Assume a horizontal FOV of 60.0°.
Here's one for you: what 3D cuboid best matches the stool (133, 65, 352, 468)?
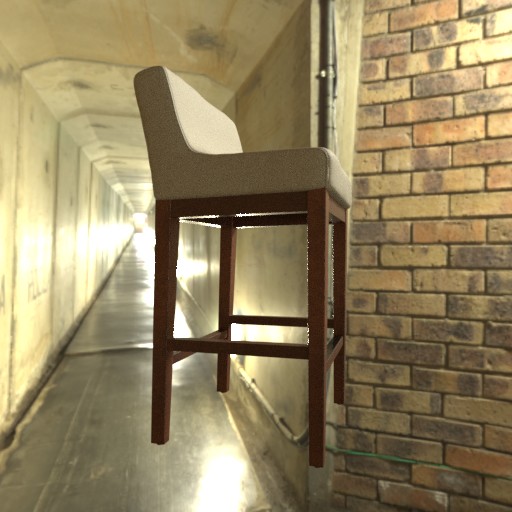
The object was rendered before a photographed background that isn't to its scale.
[{"bbox_3d":[0.000,0.000,1.253,0.500,0.937,0.511,0,0,17],"label":"stool"}]
